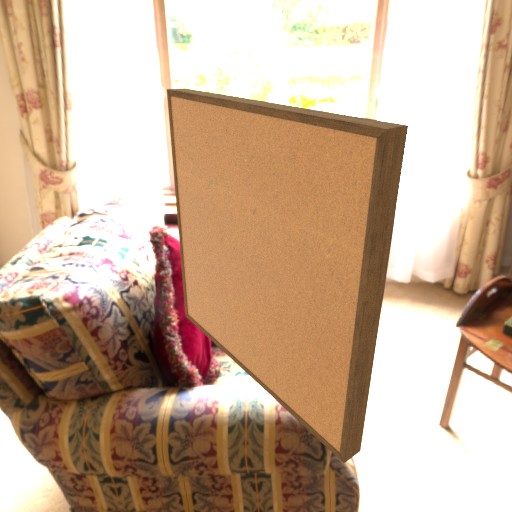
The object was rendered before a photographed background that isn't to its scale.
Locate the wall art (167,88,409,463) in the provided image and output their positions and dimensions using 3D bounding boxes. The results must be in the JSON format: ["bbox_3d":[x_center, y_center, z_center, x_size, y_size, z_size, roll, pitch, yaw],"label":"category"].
[{"bbox_3d":[0.000,0.000,0.770,0.038,0.508,0.508,-18,32,-33],"label":"wall art"}]
